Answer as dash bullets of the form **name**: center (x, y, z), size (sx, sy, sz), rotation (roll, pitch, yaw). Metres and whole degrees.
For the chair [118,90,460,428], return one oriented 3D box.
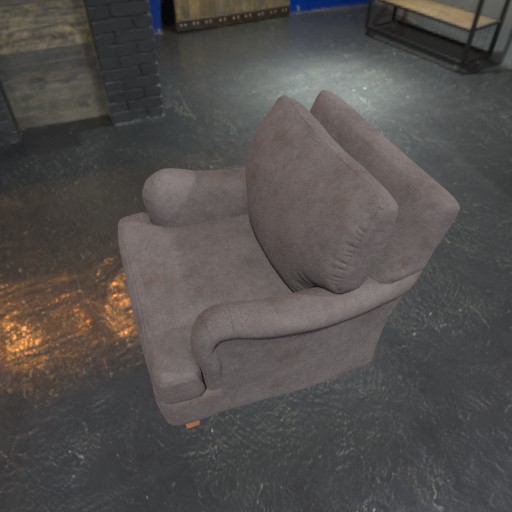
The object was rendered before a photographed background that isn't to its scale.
- **chair**: center (0.000, 0.000, 1.853), size (1.070, 0.997, 0.955), rotation (-15, 47, -15)
